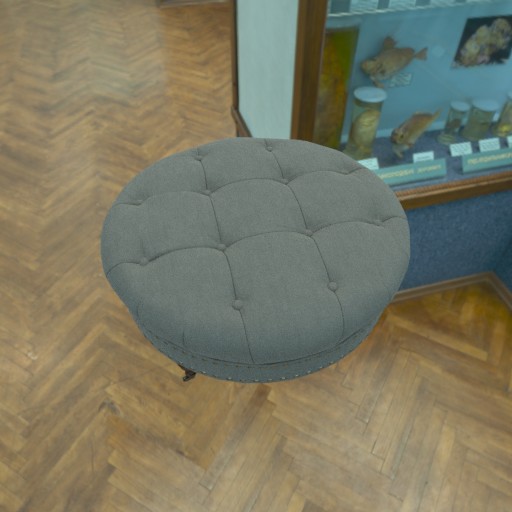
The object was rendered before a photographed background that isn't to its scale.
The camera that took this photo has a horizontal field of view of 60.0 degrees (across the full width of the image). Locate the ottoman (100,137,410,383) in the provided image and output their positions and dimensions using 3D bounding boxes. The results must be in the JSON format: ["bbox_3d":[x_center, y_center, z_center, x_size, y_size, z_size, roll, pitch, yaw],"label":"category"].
[{"bbox_3d":[0.000,0.000,1.427,0.901,0.439,0.901,0,47,0],"label":"ottoman"}]
